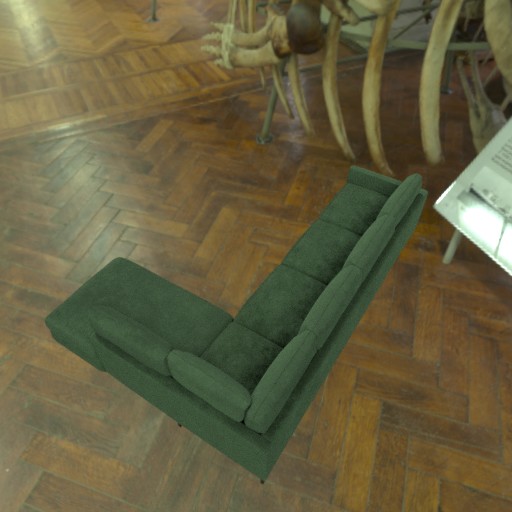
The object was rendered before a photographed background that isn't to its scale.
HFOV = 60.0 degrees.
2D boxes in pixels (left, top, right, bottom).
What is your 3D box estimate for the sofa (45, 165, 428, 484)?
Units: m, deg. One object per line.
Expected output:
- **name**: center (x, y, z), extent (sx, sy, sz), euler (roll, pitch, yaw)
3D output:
- **sofa**: center (0.000, 0.000, 3.264), extent (1.707, 0.687, 2.486), euler (25, 51, 22)
